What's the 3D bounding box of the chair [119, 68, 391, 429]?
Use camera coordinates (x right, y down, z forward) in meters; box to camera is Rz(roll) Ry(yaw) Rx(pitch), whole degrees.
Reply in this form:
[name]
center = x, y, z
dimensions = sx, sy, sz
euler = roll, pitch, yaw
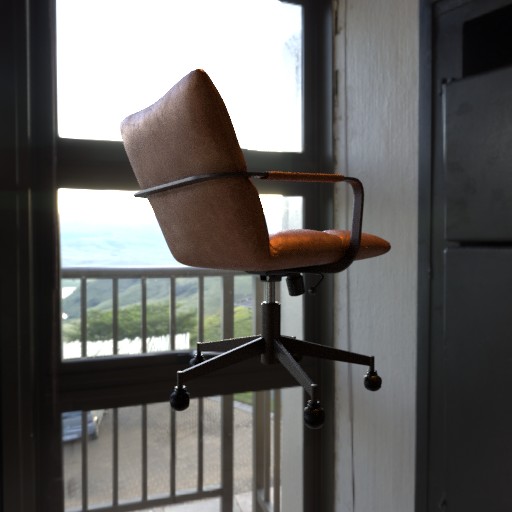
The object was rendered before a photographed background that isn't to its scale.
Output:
[chair]
center = 0.000, 0.000, 1.479
dimensions = 0.754, 0.922, 0.727
euler = -1, 1, -36
